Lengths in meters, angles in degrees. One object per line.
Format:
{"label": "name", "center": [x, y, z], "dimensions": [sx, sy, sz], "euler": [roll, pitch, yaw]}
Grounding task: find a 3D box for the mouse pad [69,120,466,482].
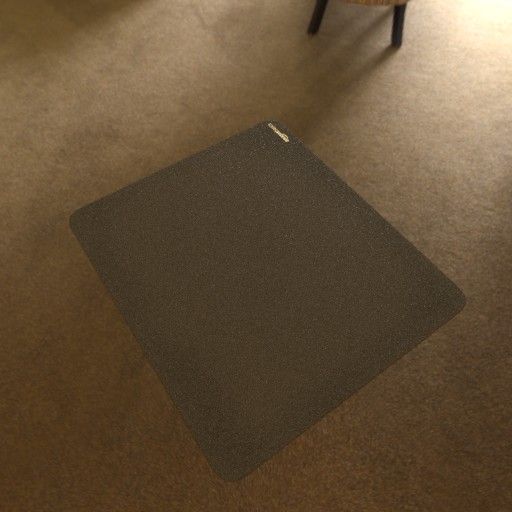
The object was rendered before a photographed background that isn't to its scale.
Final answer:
{"label": "mouse pad", "center": [0.000, 0.000, 0.629], "dimensions": [0.393, 0.002, 0.451], "euler": [-30, 62, -18]}
